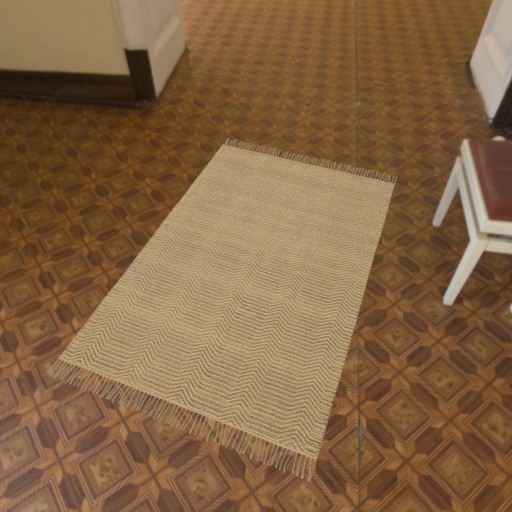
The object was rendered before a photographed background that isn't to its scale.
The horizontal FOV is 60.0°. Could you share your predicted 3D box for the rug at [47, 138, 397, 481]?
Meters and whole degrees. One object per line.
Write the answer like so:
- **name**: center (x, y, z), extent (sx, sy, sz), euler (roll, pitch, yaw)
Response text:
- **rug**: center (0.000, 0.000, 2.446), extent (1.224, 0.027, 2.021), euler (16, 50, 14)
